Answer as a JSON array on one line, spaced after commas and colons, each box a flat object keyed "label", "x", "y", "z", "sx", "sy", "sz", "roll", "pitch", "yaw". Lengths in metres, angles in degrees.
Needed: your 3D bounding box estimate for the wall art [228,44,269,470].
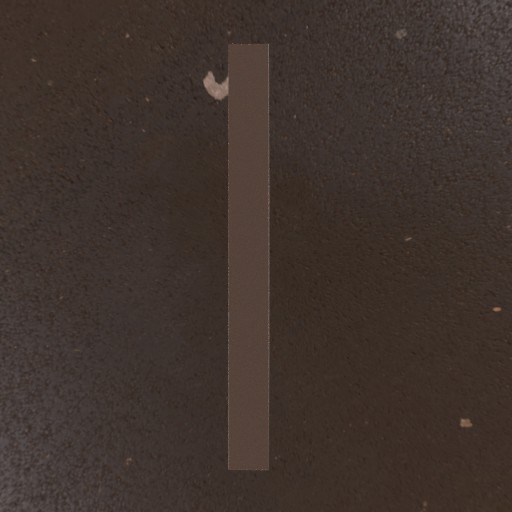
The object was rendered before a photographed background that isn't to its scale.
[{"label": "wall art", "x": 0.000, "y": 0.000, "z": 0.510, "sx": 0.030, "sy": 0.379, "sz": 0.308, "roll": 0, "pitch": 90, "yaw": 2}]
